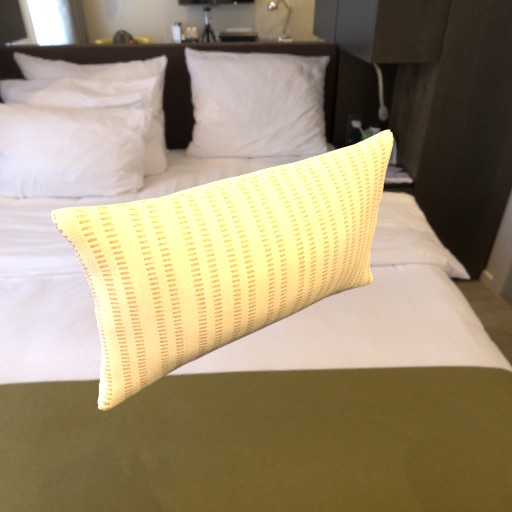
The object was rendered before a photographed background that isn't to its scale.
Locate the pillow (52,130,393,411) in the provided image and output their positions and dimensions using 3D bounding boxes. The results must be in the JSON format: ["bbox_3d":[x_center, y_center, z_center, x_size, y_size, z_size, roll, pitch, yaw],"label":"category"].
[{"bbox_3d":[0.000,0.000,0.793,0.640,0.353,0.210,-20,37,-30],"label":"pillow"}]
